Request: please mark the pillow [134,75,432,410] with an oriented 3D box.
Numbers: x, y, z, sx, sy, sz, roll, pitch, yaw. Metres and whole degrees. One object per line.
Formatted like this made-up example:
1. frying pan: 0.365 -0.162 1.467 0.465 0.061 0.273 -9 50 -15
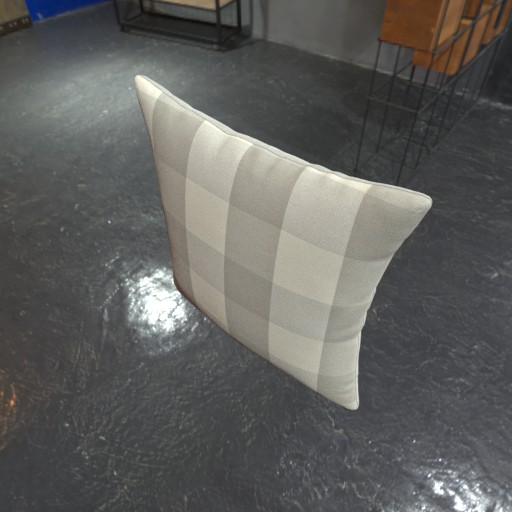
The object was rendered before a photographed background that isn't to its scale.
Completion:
1. pillow: 0.000 0.000 0.785 0.511 0.509 0.161 31 53 27
